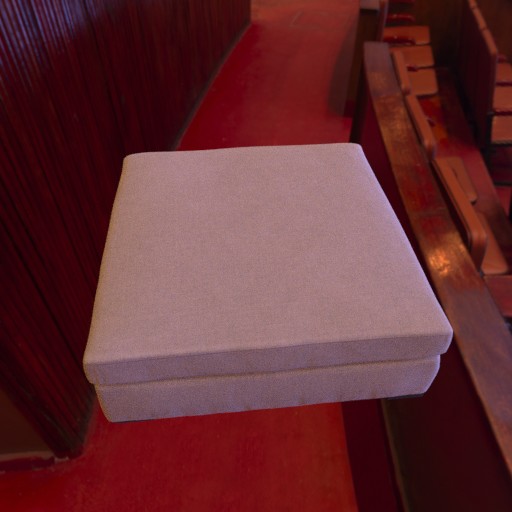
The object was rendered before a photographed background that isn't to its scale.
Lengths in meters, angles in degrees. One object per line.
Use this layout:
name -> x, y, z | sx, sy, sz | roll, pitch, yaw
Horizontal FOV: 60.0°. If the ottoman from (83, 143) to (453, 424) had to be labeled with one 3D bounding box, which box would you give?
ottoman -> 0.000, 0.000, 1.849 | 1.203, 0.517, 1.171 | -4, 45, -4
